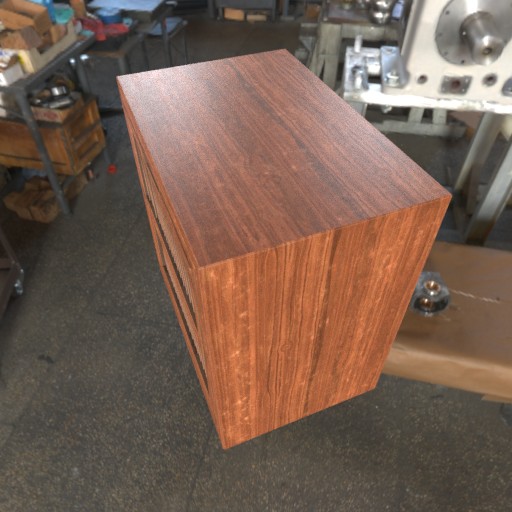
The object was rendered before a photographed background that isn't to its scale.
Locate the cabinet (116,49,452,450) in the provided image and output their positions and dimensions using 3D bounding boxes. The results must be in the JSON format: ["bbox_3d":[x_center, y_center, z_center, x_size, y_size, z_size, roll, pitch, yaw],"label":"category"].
[{"bbox_3d":[0.000,0.000,1.066,0.410,0.695,0.607,-16,48,-15],"label":"cabinet"}]
